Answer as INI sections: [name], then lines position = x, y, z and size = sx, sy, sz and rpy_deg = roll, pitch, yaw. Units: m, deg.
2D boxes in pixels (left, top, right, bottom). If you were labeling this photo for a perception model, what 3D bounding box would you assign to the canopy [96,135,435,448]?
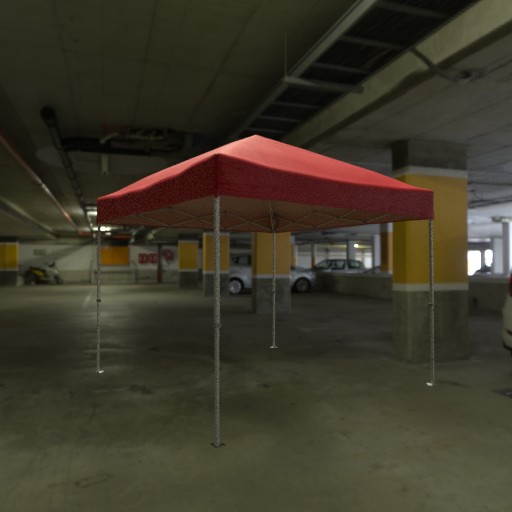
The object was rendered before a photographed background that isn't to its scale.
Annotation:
[canopy]
position = 0.000, 0.000, 5.459
size = 2.998, 2.997, 2.996
rpy_deg = 1, -1, -37
